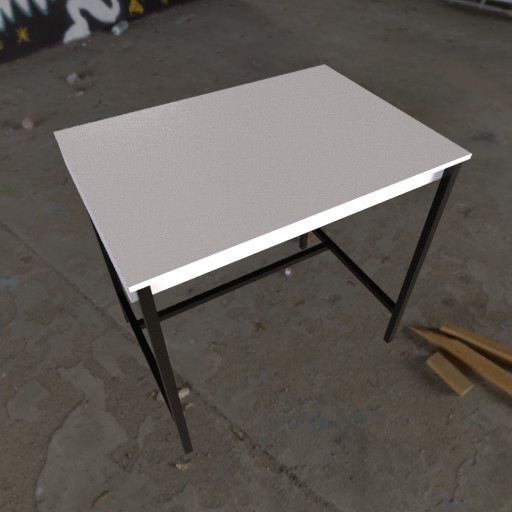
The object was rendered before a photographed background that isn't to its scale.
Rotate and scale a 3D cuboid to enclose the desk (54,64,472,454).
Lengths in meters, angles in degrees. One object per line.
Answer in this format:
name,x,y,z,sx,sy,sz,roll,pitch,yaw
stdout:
desk,0.000,0.000,1.321,0.811,0.766,0.573,-22,50,-20
